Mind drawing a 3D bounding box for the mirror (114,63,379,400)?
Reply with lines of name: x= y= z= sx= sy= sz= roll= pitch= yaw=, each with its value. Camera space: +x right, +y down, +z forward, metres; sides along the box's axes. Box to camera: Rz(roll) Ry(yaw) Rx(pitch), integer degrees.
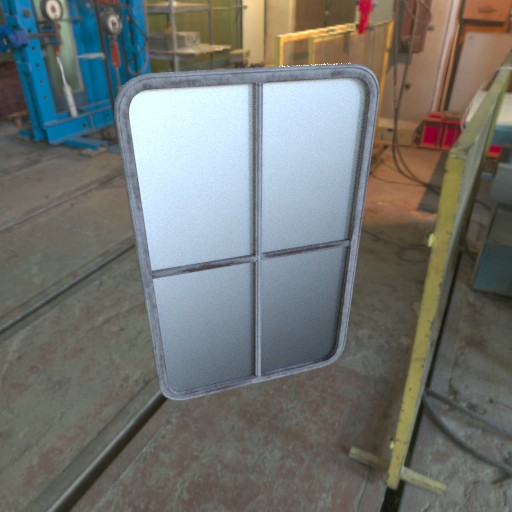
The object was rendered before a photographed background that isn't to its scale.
mirror: x=0.000 y=0.000 z=0.900 sx=0.461 sy=0.713 sz=0.024 roll=-9 pitch=33 yaw=-15
